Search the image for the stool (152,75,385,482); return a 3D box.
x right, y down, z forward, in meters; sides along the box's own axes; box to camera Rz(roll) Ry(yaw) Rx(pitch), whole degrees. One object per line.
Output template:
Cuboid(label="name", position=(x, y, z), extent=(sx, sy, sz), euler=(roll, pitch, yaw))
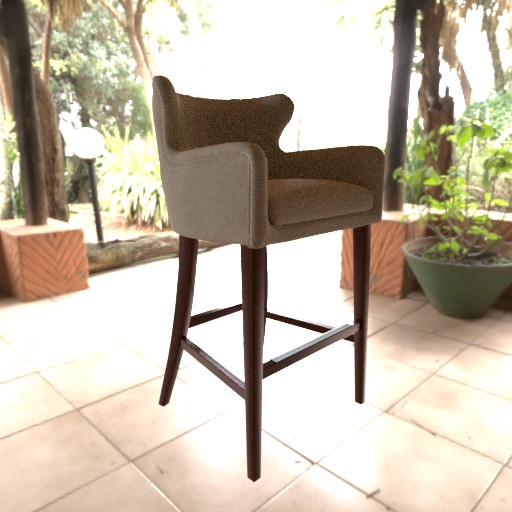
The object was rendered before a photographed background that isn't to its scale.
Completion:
Cuboid(label="stool", position=(0.000, 0.000, 1.388), extent=(0.563, 1.034, 0.556), euler=(13, 18, 43))
